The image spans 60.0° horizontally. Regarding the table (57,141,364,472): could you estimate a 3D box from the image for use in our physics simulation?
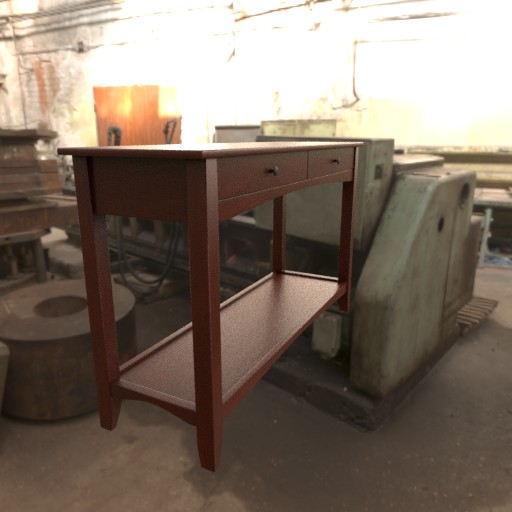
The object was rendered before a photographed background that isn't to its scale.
[{"bbox_3d":[0.000,0.000,1.510,0.392,0.739,1.188,8,17,26],"label":"table"}]
